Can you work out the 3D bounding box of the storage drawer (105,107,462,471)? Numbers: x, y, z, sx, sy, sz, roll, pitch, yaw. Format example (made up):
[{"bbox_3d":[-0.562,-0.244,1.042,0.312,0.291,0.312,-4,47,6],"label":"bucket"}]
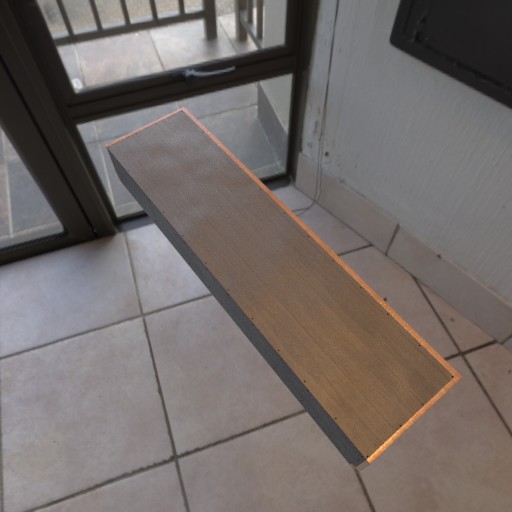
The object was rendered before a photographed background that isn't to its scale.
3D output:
[{"bbox_3d":[0.000,0.000,2.217,0.538,0.264,2.032,-33,64,-19],"label":"storage drawer"}]
